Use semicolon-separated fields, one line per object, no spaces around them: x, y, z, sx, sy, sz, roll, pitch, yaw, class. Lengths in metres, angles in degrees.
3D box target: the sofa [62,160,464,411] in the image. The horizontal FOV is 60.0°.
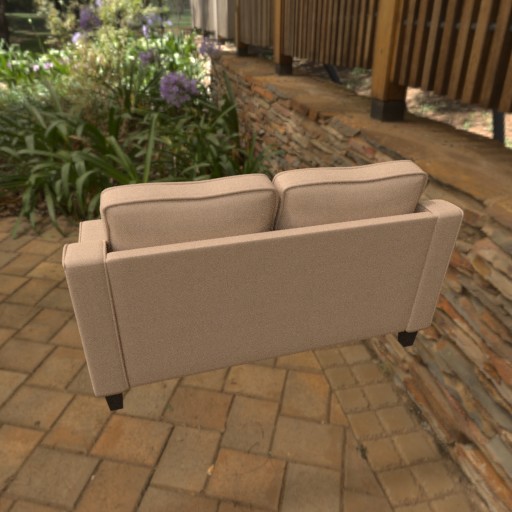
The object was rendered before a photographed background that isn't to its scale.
0.000;0.000;3.479;2.587;1.562;1.351;-8;29;-15;sofa
